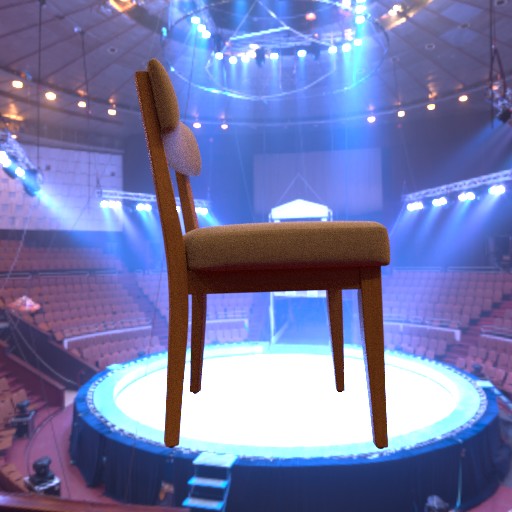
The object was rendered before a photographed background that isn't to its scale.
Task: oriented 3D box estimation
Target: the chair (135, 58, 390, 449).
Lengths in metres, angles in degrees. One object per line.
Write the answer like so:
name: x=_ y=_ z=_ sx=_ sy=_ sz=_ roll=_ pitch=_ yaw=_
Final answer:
chair: x=0.000 y=0.000 z=1.166 sx=0.572 sy=0.832 sz=0.508 roll=0 pitch=-2 yaw=-1
